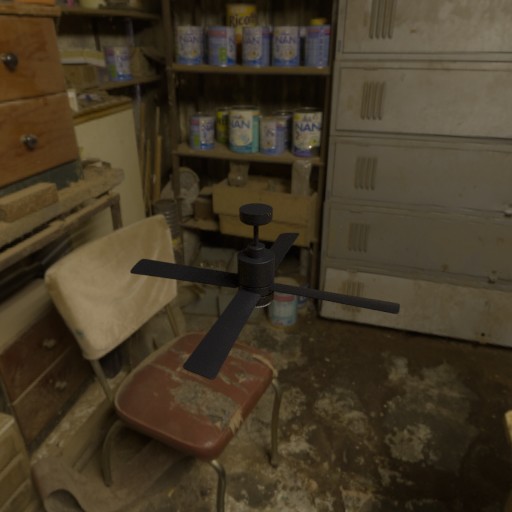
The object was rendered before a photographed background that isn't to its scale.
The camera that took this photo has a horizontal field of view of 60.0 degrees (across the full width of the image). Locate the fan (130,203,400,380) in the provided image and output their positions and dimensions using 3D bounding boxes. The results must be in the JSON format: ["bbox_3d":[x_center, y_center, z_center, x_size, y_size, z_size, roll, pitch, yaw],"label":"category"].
[{"bbox_3d":[0.000,0.000,2.371,1.525,0.534,1.525,9,27,17],"label":"fan"}]
